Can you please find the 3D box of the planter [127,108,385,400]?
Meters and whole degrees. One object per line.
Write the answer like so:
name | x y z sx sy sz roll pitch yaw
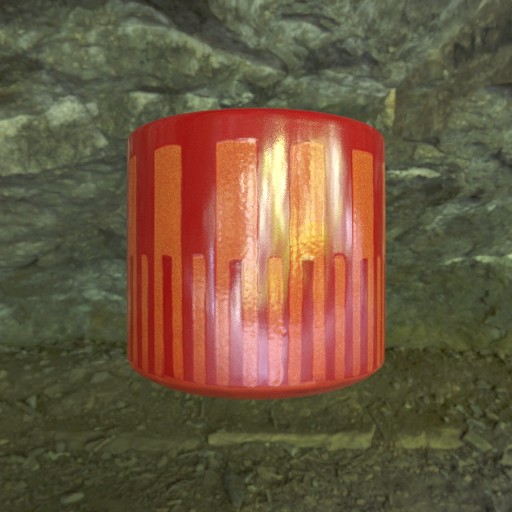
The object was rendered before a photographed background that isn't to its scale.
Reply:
planter | 0.000 0.000 0.411 0.230 0.202 0.230 0 1 0
